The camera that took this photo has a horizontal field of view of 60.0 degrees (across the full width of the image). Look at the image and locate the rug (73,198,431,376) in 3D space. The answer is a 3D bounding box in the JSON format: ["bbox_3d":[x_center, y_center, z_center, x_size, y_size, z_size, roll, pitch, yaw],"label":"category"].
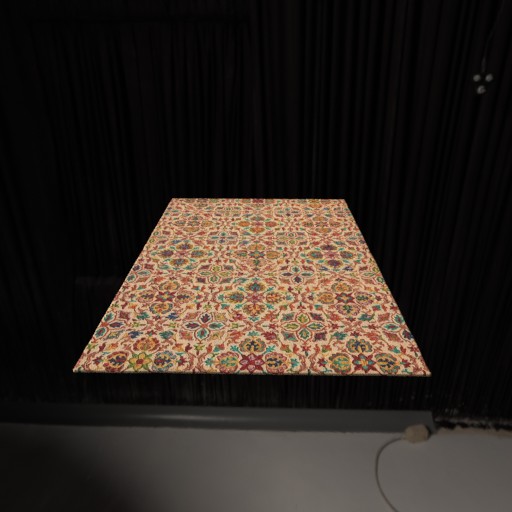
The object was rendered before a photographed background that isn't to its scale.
[{"bbox_3d":[0.000,0.000,2.928,1.541,0.018,2.297,0,26,1],"label":"rug"}]
